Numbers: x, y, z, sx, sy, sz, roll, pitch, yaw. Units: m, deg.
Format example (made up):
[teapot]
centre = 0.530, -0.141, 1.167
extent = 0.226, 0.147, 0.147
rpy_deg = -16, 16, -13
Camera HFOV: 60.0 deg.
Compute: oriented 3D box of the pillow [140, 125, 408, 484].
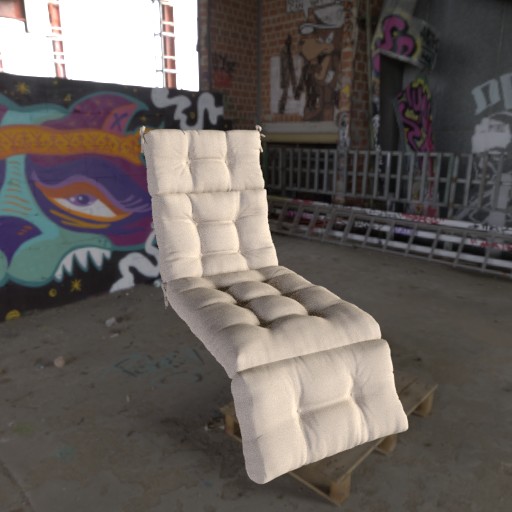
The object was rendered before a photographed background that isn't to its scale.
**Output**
[pillow]
centre = 0.000, 0.000, 1.467
extent = 0.526, 0.863, 1.016
rpy_deg = -7, 16, -25
